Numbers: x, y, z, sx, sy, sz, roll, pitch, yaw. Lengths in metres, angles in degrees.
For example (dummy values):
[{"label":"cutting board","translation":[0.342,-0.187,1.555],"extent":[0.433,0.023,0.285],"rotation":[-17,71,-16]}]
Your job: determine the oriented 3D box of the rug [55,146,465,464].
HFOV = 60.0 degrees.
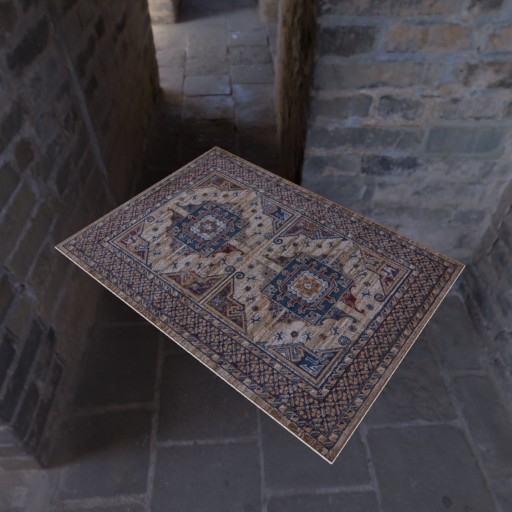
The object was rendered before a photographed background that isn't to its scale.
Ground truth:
[{"label":"rug","translation":[0.000,0.000,2.960],"extent":[2.227,0.008,1.611],"rotation":[31,53,26]}]
